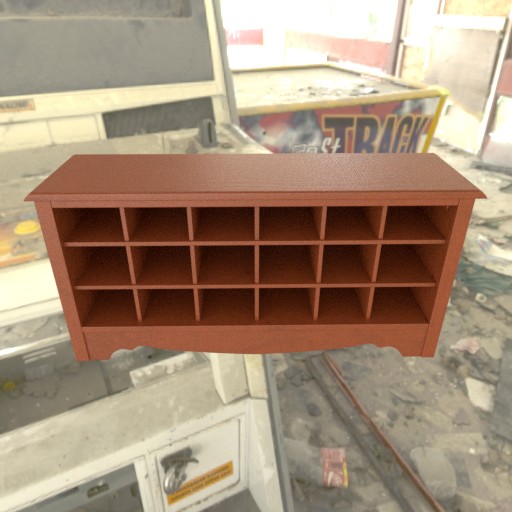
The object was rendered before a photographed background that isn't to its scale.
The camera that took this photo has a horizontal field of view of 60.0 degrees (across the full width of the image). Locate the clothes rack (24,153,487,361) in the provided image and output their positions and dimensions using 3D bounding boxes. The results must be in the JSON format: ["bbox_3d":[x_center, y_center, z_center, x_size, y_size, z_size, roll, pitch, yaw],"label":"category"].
[{"bbox_3d":[0.000,0.000,1.492,1.251,0.594,0.362,0,30,-1],"label":"clothes rack"}]
